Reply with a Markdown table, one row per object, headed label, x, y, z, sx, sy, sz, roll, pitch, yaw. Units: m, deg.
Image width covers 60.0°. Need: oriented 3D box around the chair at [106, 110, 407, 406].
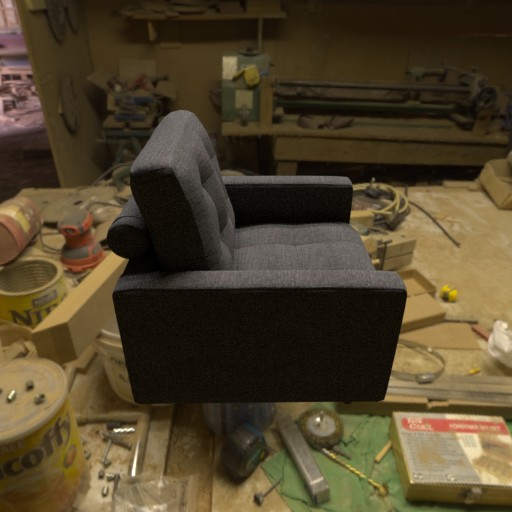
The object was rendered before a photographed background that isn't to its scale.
| label | x | y | z | sx | sy | sz | roll | pitch | yaw |
| --- | --- | --- | --- | --- | --- | --- | --- | --- | --- |
| chair | 0.000 | 0.000 | 1.564 | 0.843 | 0.880 | 0.821 | 0 | 31 | -1 |
